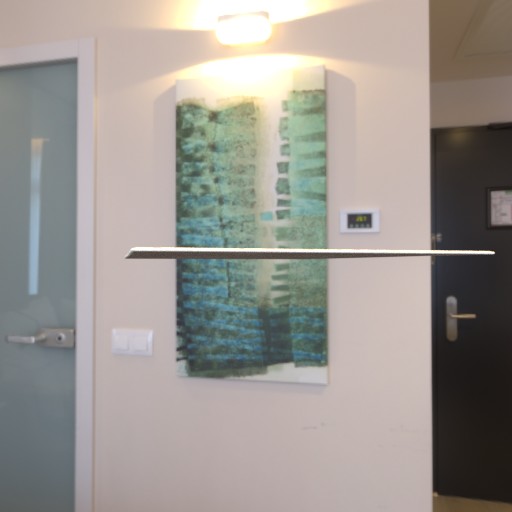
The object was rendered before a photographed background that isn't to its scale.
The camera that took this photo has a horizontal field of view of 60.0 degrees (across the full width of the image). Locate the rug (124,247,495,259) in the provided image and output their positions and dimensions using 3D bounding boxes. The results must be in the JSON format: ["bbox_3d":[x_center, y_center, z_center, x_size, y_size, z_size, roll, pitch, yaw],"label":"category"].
[{"bbox_3d":[0.000,0.000,2.834,1.598,0.014,2.202,0,-1,-17],"label":"rug"}]
